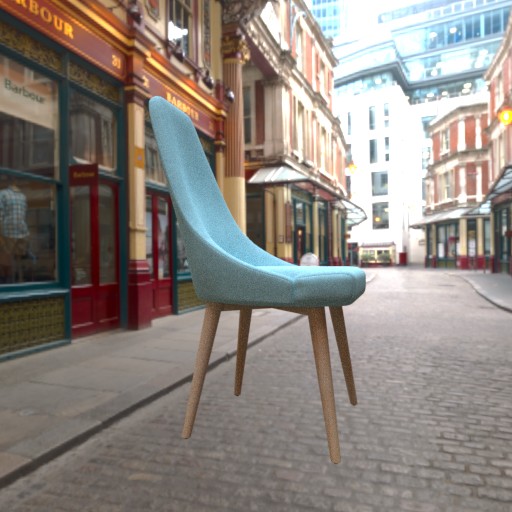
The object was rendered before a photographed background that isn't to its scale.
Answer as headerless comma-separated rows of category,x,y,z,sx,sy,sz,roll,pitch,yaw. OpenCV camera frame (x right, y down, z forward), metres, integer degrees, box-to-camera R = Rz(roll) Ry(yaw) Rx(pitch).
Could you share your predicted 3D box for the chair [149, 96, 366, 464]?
chair,0.000,0.000,1.417,0.660,1.040,0.510,0,-1,18
